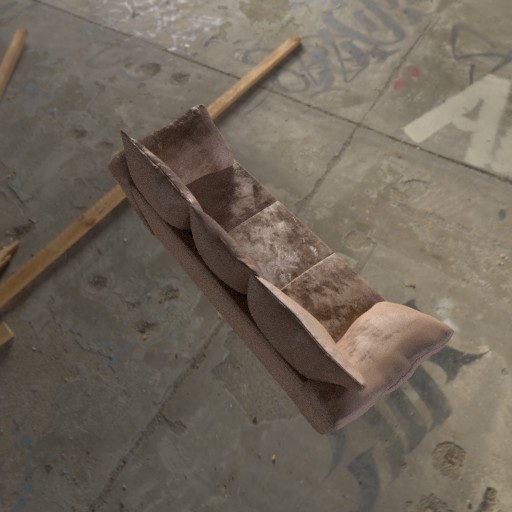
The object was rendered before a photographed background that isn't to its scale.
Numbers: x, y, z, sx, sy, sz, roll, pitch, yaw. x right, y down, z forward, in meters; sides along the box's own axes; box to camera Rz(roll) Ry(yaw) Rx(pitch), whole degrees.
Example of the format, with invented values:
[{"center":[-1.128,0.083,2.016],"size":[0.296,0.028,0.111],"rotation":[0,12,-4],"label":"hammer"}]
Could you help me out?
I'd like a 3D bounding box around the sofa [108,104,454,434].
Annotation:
[{"center":[0.000,0.000,2.941],"size":[0.893,0.981,2.377],"rotation":[-34,64,-20],"label":"sofa"}]
